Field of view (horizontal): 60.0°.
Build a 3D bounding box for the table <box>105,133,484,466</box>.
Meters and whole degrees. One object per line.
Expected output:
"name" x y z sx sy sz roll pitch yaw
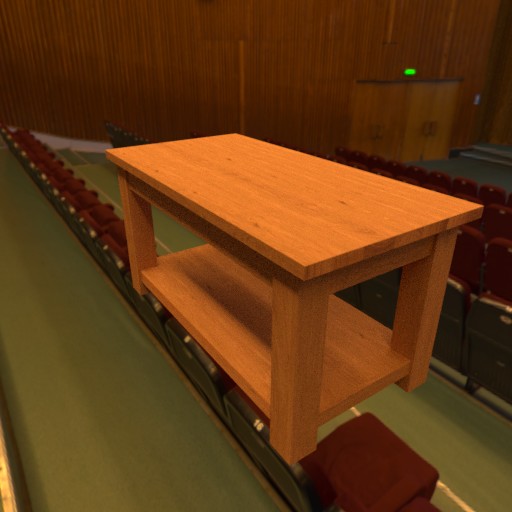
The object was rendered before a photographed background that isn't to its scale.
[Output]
"table" 0.000 0.000 1.172 0.450 0.452 0.899 -17 31 -31
